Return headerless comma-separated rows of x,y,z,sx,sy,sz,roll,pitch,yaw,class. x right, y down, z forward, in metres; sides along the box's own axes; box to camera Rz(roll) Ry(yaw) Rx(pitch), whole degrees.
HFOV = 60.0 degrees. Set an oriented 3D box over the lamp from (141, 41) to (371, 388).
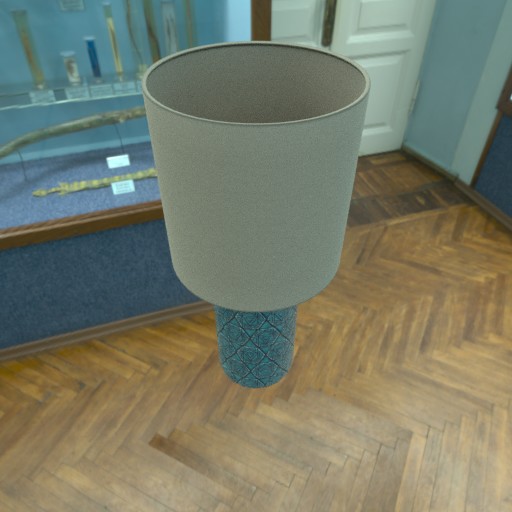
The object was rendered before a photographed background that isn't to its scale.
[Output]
0.000,0.000,0.745,0.278,0.597,0.278,-11,43,-12,lamp
